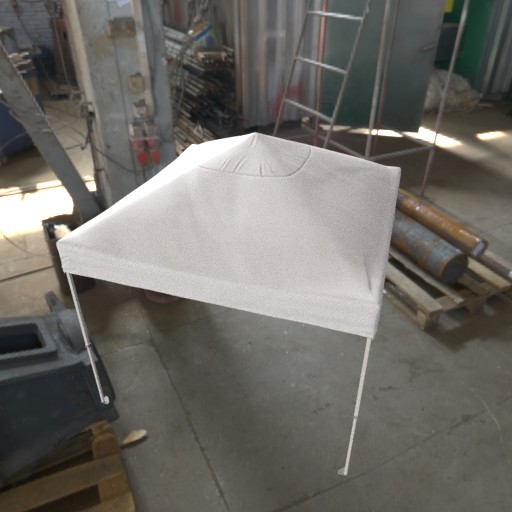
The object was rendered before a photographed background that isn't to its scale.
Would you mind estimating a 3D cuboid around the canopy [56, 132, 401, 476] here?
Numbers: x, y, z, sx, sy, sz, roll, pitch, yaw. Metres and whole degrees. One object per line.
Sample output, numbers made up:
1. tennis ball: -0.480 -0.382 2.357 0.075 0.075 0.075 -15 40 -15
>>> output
1. canopy: 0.000 0.000 5.343 2.996 2.997 2.998 10 34 15
